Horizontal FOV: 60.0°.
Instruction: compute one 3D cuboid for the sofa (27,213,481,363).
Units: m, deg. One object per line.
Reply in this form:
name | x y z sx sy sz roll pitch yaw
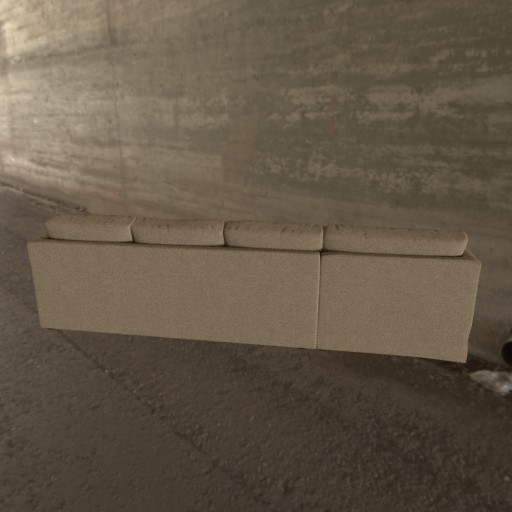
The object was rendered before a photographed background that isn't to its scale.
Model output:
sofa | 0.000 0.000 3.873 3.198 0.920 1.638 3 17 9
